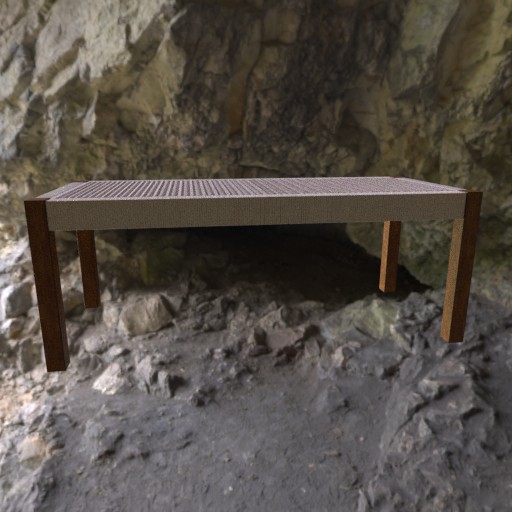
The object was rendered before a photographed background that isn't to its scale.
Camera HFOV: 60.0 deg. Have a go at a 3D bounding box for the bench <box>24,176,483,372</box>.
[{"bbox_3d":[0.000,0.000,1.444,1.198,0.457,0.507,-2,15,-8],"label":"bench"}]
